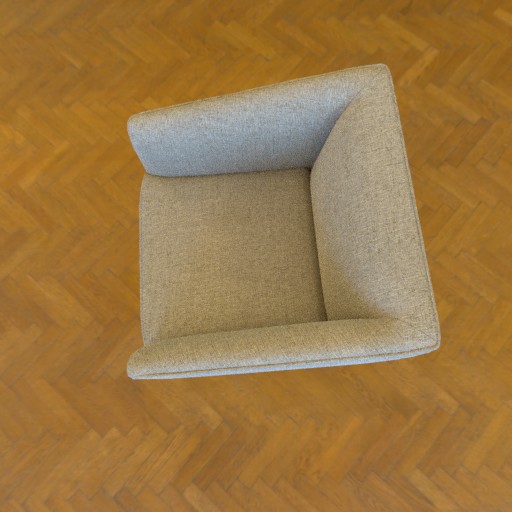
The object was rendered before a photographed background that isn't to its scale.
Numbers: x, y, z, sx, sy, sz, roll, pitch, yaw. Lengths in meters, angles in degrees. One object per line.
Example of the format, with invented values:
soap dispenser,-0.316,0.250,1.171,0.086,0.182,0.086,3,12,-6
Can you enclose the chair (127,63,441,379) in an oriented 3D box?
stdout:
chair,0.000,0.000,1.226,0.623,0.760,0.628,-4,74,-1
